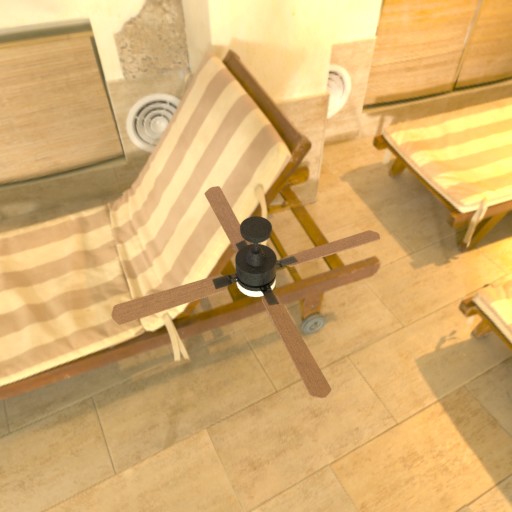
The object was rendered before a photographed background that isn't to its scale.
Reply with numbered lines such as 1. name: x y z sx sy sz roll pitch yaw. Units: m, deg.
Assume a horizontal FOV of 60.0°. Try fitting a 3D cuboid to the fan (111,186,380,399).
1. fan: 0.000 0.000 1.967 1.320 0.355 1.320 -17 50 -15
